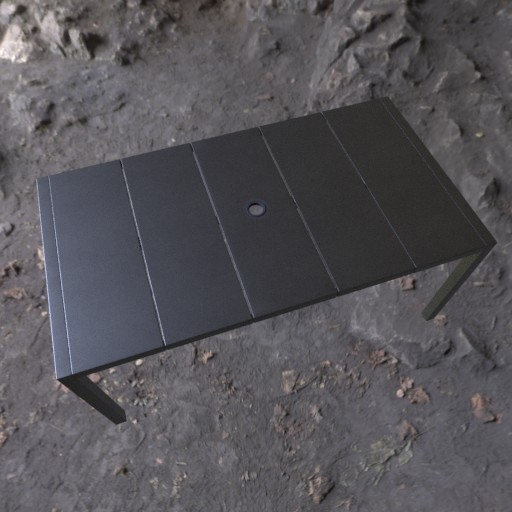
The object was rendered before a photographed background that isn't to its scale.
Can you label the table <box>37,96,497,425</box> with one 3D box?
[{"bbox_3d":[0.000,0.000,2.121,1.680,0.735,0.914,-16,60,-10],"label":"table"}]
